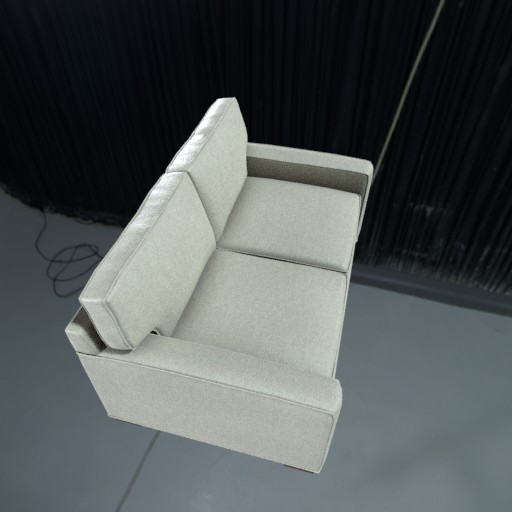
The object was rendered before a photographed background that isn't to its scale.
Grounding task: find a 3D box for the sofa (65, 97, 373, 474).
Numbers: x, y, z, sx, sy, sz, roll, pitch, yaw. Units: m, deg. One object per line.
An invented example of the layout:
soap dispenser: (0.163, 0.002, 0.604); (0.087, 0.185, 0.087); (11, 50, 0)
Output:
sofa: (0.000, 0.000, 2.063); (0.940, 0.853, 1.484); (11, 46, 10)
